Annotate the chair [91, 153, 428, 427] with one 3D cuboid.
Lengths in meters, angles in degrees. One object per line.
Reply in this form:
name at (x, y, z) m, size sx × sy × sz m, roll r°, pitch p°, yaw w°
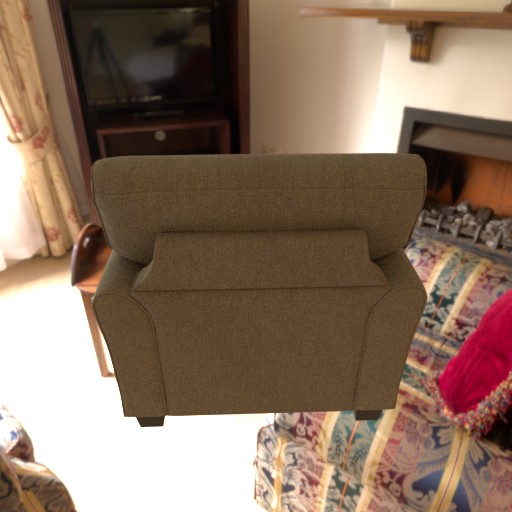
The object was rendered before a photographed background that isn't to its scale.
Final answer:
chair at (0.000, 0.000, 1.581) m, size 0.941 × 0.890 × 0.816 m, roll -1°, pitch 31°, yaw -2°
